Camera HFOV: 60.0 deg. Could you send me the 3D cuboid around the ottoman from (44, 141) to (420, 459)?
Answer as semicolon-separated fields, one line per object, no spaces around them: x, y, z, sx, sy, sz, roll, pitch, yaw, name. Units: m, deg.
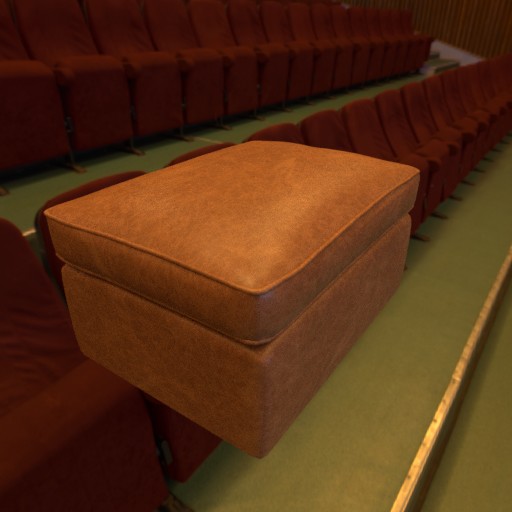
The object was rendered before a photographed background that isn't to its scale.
0.000;0.000;1.102;0.554;0.468;0.756;18;33;31;ottoman
